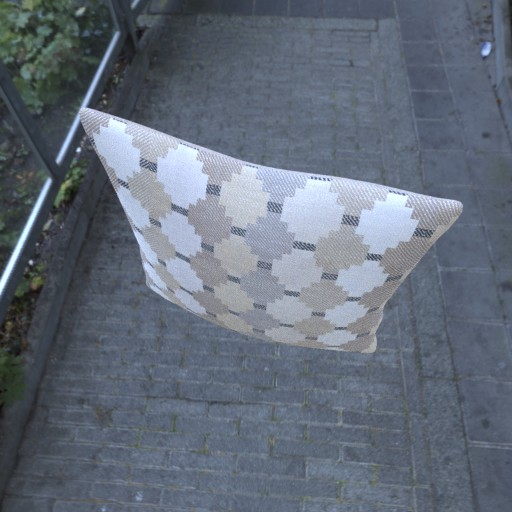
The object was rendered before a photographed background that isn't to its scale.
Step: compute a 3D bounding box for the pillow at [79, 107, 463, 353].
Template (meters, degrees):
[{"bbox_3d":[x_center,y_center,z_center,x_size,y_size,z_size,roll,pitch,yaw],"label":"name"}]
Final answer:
[{"bbox_3d":[0.000,0.000,0.845,0.578,0.558,0.192,15,59,9],"label":"pillow"}]
